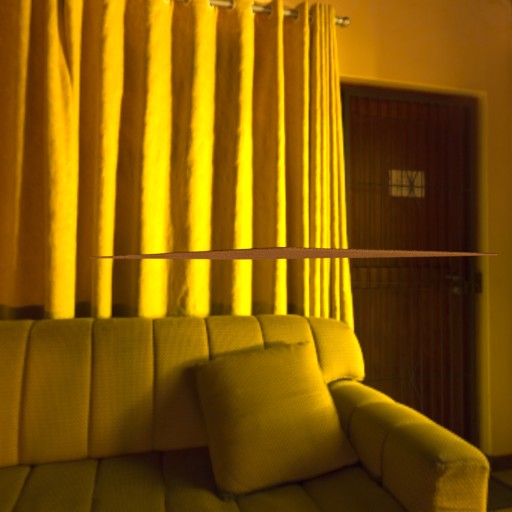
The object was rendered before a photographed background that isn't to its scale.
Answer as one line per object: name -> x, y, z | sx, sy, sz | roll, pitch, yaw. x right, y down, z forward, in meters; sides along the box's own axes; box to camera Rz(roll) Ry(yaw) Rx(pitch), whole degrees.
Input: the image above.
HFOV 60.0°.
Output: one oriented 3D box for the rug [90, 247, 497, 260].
rug -> 0.000, 0.000, 2.977 | 1.521, 0.015, 2.436 | 1, -1, -36
